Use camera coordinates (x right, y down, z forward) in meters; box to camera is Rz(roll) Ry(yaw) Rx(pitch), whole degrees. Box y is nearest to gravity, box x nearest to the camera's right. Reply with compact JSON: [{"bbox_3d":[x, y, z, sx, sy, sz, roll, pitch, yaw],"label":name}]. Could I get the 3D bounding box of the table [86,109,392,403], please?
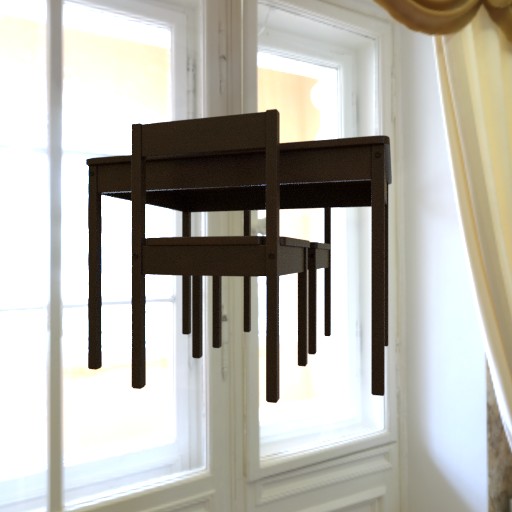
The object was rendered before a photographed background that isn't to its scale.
[{"bbox_3d":[0.000,0.000,1.116,0.650,0.503,0.672,0,0,17],"label":"table"}]
